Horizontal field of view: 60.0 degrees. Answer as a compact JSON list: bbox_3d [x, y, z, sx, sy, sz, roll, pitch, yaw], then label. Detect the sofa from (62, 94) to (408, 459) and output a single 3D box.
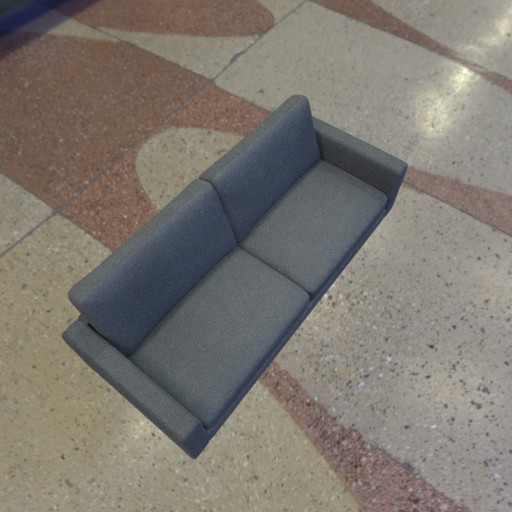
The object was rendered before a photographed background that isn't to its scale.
[{"bbox_3d":[0.000,0.000,2.415,0.774,0.828,1.925,33,63,19],"label":"sofa"}]
